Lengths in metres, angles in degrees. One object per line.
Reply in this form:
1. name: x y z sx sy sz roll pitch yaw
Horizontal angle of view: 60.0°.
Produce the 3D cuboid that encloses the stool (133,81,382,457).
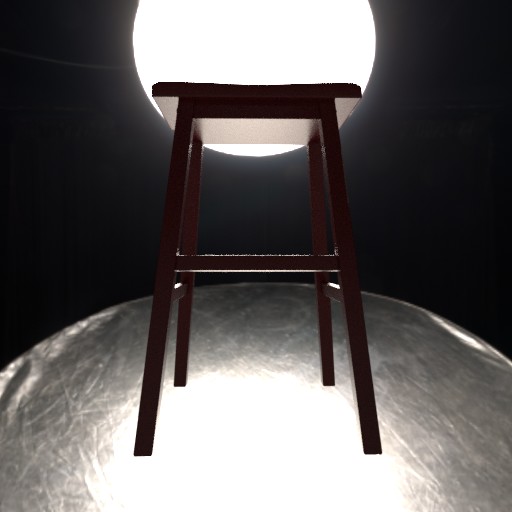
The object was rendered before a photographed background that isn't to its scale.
1. stool: 0.000 0.000 1.053 0.457 0.737 0.476 0 0 -1
